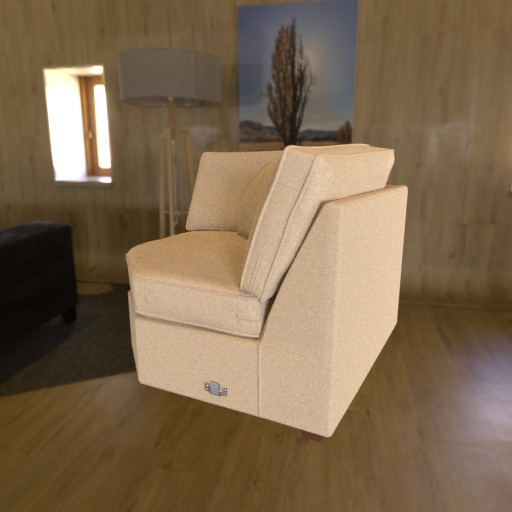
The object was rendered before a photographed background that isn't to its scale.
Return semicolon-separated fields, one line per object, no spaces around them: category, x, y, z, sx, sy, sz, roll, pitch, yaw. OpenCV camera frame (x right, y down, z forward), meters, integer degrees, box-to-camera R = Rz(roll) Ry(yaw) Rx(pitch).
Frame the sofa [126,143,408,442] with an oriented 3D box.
sofa;0.000;0.000;1.907;1.050;0.937;1.042;7;16;27
